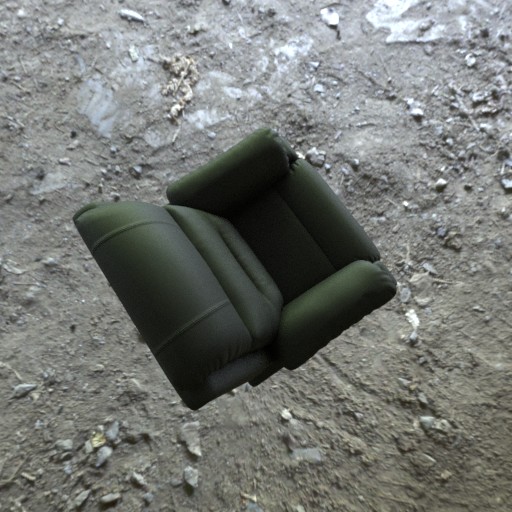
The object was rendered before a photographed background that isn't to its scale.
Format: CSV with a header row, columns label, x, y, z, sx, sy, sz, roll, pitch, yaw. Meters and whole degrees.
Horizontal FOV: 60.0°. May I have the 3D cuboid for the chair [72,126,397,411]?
label,x,y,z,sx,sy,sz,roll,pitch,yaw
chair,0.000,0.000,1.699,0.919,0.992,0.855,-34,77,-9
